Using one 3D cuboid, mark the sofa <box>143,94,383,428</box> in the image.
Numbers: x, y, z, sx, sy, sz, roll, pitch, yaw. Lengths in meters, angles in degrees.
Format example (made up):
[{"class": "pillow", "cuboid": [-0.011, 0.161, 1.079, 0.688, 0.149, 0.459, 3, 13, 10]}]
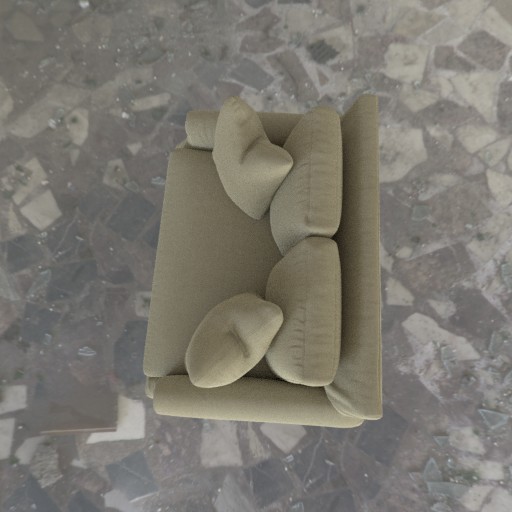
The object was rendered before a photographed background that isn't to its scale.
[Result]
[{"class": "sofa", "cuboid": [0.000, 0.000, 2.217, 1.070, 0.905, 1.550, 3, 74, 1]}]
